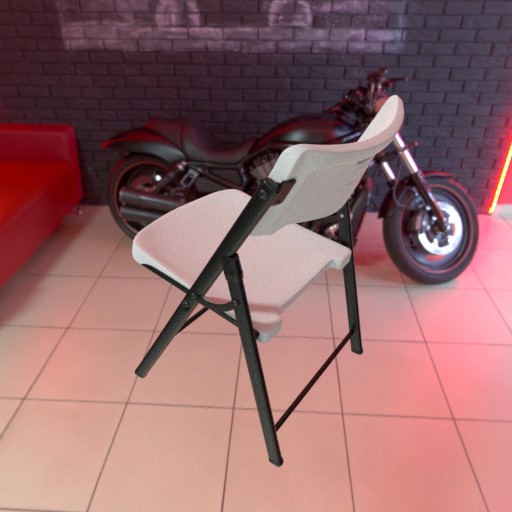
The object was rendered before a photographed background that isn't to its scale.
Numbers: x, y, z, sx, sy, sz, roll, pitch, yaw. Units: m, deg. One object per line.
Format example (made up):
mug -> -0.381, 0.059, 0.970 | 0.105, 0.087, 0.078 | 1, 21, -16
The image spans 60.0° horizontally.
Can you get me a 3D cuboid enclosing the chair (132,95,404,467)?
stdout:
chair -> 0.000, 0.000, 1.115 | 0.577, 0.765, 0.482 | 21, 38, 30
